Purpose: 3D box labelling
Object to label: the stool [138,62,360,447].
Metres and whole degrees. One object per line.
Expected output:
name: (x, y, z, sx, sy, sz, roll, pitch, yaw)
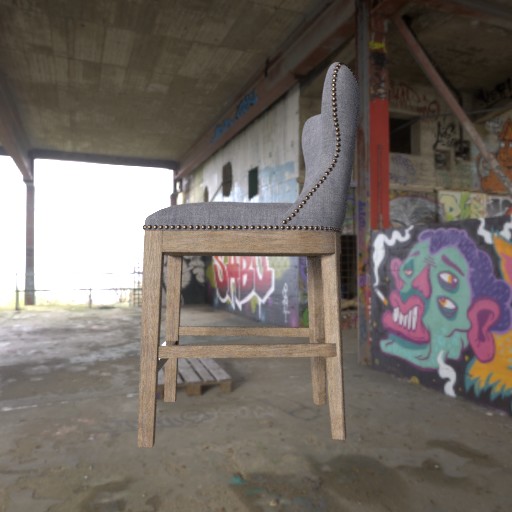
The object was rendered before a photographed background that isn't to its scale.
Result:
stool: (0.000, 0.000, 1.335, 0.608, 0.981, 0.498, 0, -1, -2)
